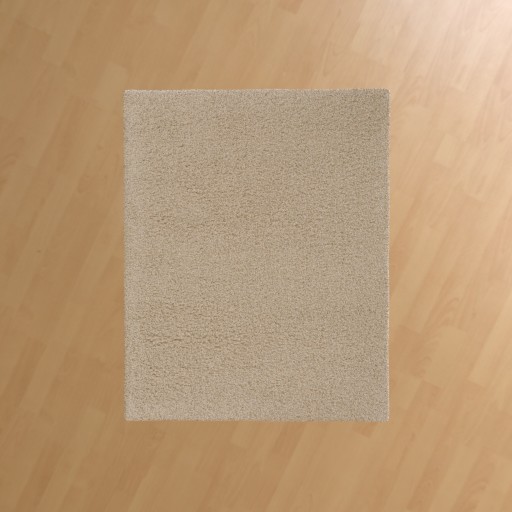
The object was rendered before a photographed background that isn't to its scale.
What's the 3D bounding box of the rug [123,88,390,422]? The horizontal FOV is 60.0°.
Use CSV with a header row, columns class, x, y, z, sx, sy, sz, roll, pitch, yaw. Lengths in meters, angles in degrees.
class,x,y,z,sx,sy,sz,roll,pitch,yaw
rug,0.000,0.000,4.070,2.438,0.029,3.047,0,91,1
